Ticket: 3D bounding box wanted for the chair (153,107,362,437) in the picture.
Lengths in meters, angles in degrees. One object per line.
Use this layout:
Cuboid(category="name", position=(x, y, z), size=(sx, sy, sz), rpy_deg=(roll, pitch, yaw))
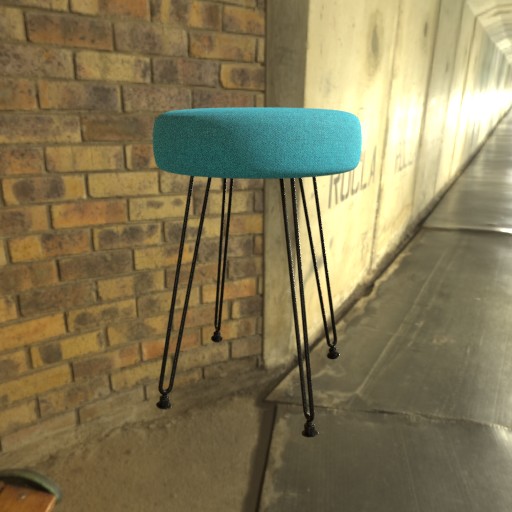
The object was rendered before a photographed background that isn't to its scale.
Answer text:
Cuboid(category="chair", position=(0.000, 0.000, 0.701), size=(0.350, 0.440, 0.350), rpy_deg=(-9, 19, -27))
